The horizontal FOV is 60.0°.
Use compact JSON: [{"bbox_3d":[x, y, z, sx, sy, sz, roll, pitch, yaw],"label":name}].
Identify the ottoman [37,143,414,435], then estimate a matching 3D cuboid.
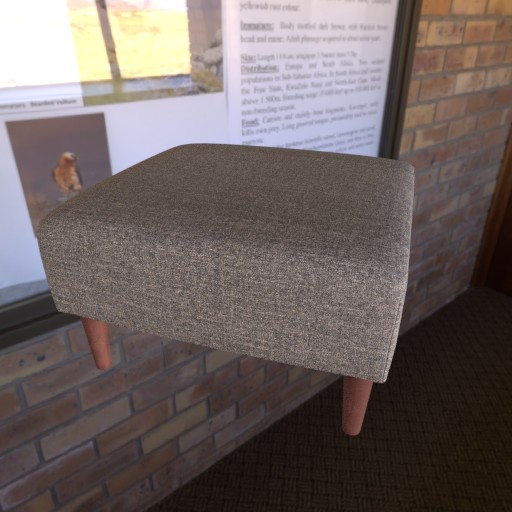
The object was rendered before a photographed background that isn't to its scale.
[{"bbox_3d":[0.000,0.000,1.040,0.655,0.399,0.648,9,29,16],"label":"ottoman"}]
